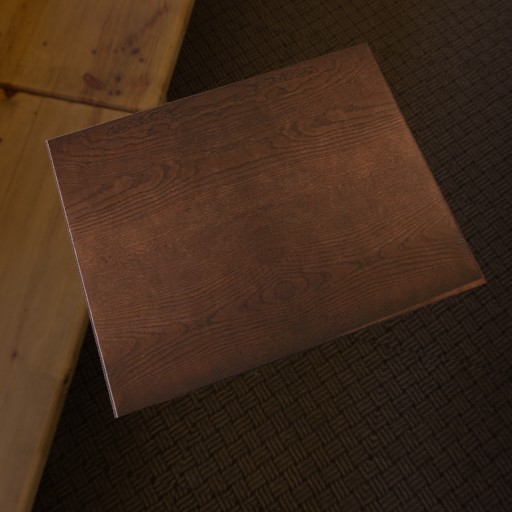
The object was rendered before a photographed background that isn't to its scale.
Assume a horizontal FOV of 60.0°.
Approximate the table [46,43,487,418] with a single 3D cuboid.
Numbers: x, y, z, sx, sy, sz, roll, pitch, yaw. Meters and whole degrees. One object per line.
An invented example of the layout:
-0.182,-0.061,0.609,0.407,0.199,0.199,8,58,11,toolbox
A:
0.000,0.000,0.991,0.586,0.597,0.461,-19,76,-5,table
